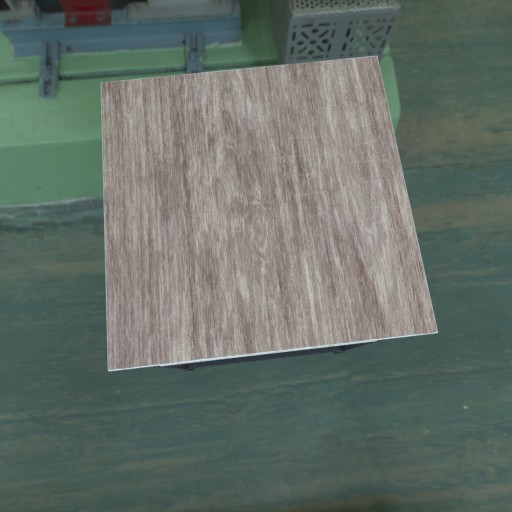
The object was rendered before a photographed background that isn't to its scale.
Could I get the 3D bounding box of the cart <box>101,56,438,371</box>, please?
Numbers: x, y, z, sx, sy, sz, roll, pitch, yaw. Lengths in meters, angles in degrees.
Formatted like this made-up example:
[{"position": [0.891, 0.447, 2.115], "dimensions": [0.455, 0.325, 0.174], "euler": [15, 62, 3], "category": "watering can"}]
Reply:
[{"position": [0.000, 0.000, 1.128], "dimensions": [0.520, 0.762, 0.521], "euler": [-6, 75, -2], "category": "cart"}]
